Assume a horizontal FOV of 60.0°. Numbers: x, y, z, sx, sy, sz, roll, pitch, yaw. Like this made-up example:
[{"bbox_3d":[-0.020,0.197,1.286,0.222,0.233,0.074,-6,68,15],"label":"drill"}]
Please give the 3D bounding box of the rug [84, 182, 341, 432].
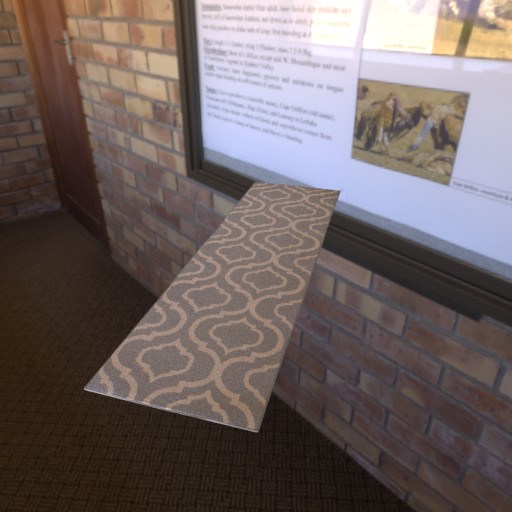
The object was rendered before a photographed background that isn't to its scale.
[{"bbox_3d":[0.000,0.000,2.519,0.684,0.009,2.275,8,31,14],"label":"rug"}]
